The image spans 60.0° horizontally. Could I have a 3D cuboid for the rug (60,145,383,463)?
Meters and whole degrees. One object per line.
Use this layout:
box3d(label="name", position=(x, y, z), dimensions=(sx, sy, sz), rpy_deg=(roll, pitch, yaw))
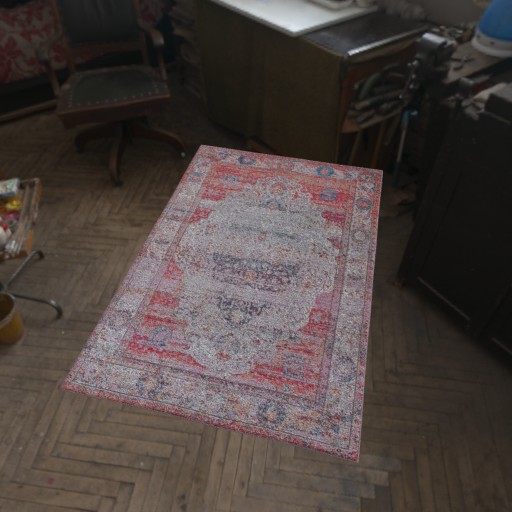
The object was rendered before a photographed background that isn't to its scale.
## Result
box3d(label="rug", position=(0.000, 0.000, 2.324), dimensions=(1.219, 0.006, 1.829), rpy_deg=(10, 48, 9))
